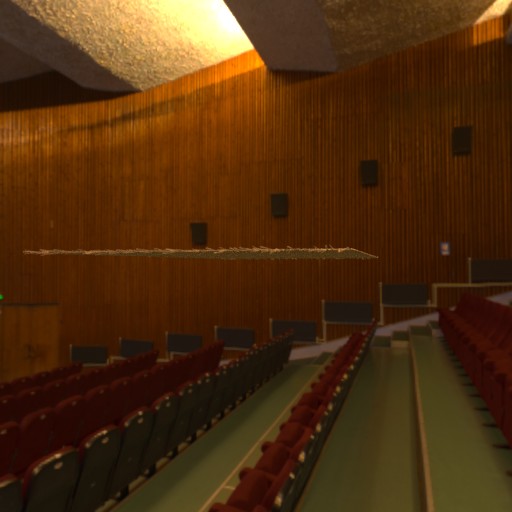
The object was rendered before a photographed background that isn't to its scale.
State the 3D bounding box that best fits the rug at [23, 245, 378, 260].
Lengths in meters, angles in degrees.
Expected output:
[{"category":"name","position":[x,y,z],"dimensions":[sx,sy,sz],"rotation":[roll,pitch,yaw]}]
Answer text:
[{"category":"rug","position":[0.000,0.000,2.441],"dimensions":[1.224,0.027,2.021],"rotation":[0,-1,18]}]
